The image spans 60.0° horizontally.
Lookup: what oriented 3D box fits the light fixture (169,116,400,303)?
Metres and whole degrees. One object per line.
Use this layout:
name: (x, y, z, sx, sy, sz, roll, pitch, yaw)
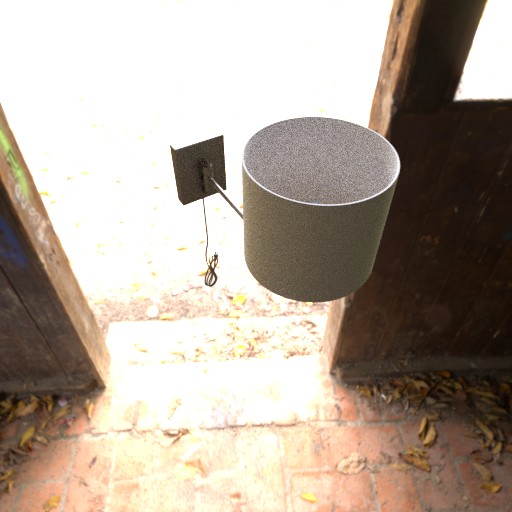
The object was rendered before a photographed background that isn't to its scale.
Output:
light fixture: (0.000, 0.000, 0.900, 0.203, 0.651, 0.516, -24, 51, -21)
